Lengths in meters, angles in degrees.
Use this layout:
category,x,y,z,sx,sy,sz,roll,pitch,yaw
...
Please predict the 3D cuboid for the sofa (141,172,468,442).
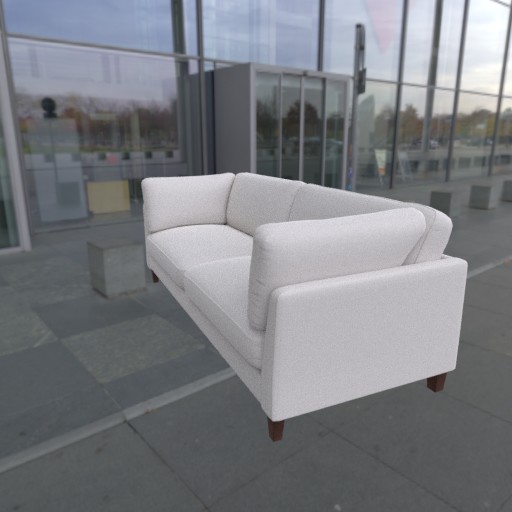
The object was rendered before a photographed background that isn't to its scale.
category,x,y,z,sx,sy,sz,roll,pitch,yaw
sofa,0.000,0.000,2.697,0.957,0.863,2.301,-7,16,-24
